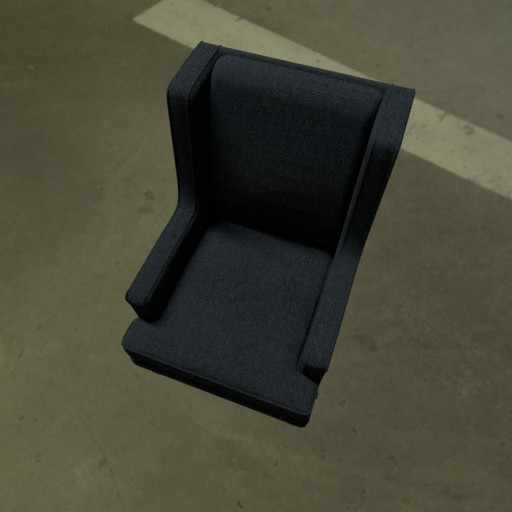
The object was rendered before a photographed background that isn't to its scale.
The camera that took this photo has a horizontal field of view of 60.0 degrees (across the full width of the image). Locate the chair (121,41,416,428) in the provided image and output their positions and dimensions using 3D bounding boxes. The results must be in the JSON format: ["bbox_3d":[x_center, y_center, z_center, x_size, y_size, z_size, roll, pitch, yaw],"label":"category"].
[{"bbox_3d":[0.000,0.000,1.703,0.764,1.072,0.947,17,60,10],"label":"chair"}]
